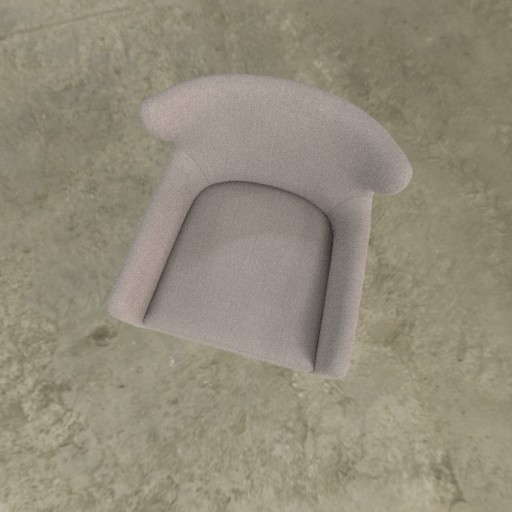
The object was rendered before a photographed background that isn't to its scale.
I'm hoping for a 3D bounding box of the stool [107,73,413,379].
[{"bbox_3d":[0.000,0.000,1.306,0.575,0.951,0.575,15,77,3],"label":"stool"}]
